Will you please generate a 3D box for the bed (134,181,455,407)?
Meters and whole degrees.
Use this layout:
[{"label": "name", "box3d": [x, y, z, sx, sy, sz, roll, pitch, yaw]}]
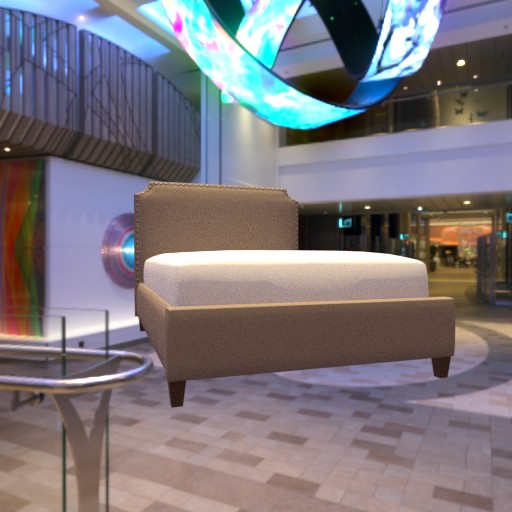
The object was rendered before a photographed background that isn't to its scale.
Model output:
[{"label": "bed", "box3d": [0.000, 0.000, 3.460, 1.713, 1.443, 2.372, 0, 0, -19]}]
